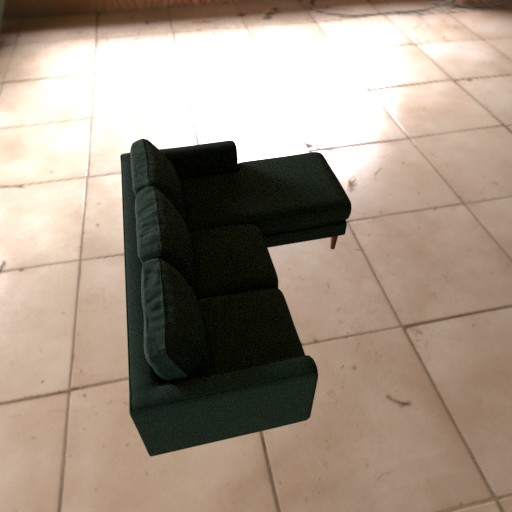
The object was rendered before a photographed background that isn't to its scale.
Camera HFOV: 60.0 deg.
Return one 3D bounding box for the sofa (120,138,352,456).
[{"bbox_3d":[0.000,0.000,2.858,1.580,0.899,2.030,-10,47,-9],"label":"sofa"}]
